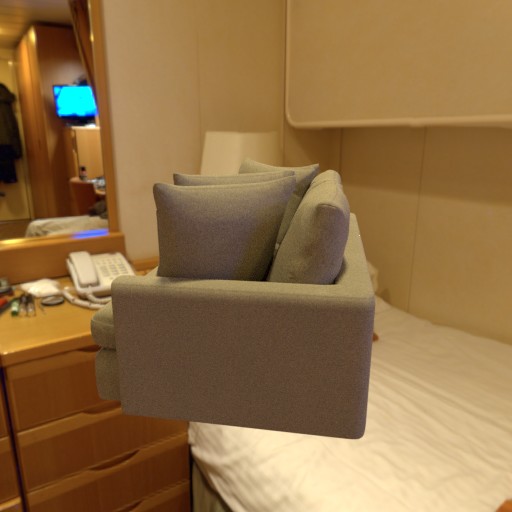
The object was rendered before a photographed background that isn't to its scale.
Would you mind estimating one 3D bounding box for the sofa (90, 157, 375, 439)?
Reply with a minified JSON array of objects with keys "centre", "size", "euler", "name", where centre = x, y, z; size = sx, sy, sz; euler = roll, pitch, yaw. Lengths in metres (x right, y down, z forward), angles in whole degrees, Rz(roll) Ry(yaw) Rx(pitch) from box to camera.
[{"centre":[0.000,0.000,2.630],"size":[1.228,1.080,1.869],"euler":[3,16,10],"name":"sofa"}]
